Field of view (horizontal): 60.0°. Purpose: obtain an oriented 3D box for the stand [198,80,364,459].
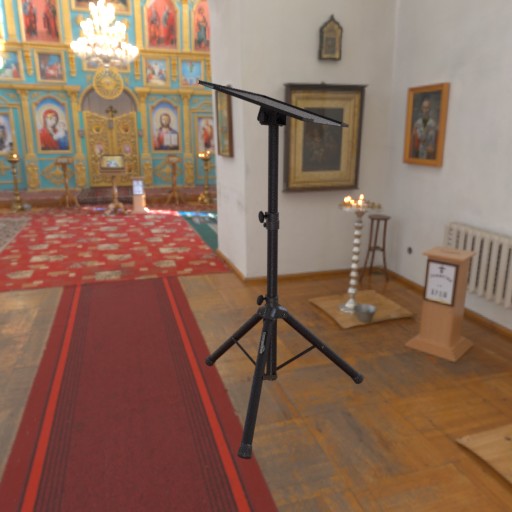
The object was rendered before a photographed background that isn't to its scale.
[{"bbox_3d":[0.000,0.000,1.648,0.702,1.198,0.702,7,15,27],"label":"stand"}]
